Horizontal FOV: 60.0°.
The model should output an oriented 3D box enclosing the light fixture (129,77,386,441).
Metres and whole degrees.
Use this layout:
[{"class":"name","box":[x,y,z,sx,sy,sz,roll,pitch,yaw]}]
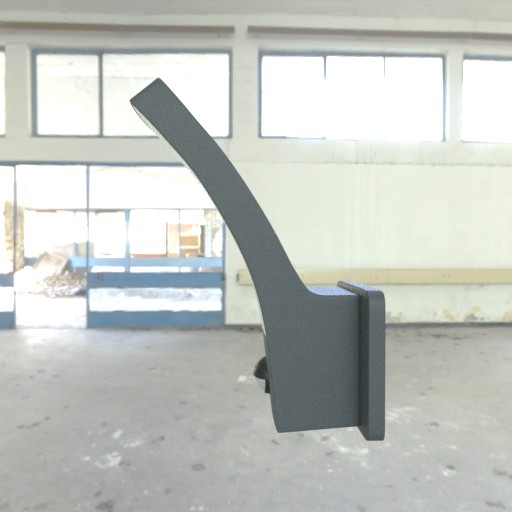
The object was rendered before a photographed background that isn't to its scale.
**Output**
[{"class":"light fixture","box":[0.000,0.000,0.337,0.174,0.243,0.108,0,1,-1]}]
